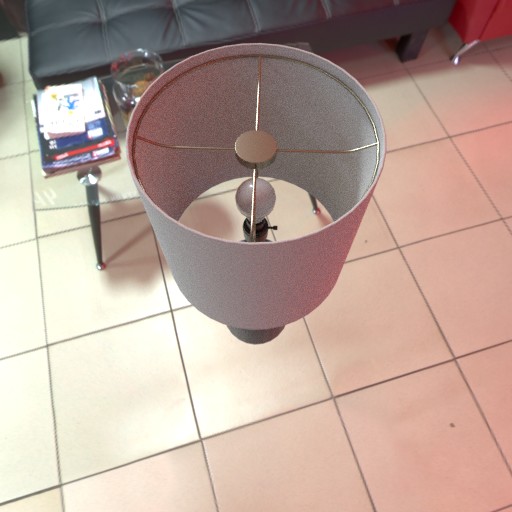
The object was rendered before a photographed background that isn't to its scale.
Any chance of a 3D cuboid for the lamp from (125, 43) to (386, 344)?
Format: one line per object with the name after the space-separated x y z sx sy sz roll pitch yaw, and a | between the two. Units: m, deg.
0.000 0.000 0.589 0.220 0.475 0.220 14 64 7 | lamp
